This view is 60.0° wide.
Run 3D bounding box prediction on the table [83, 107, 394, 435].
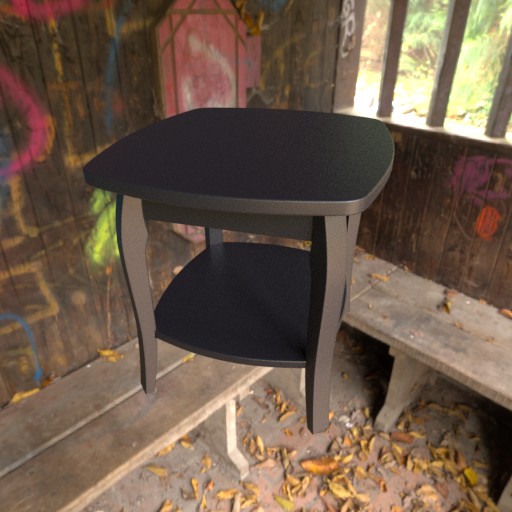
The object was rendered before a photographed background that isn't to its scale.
[{"bbox_3d":[0.000,0.000,0.869,0.457,0.457,0.508,8,31,14],"label":"table"}]
